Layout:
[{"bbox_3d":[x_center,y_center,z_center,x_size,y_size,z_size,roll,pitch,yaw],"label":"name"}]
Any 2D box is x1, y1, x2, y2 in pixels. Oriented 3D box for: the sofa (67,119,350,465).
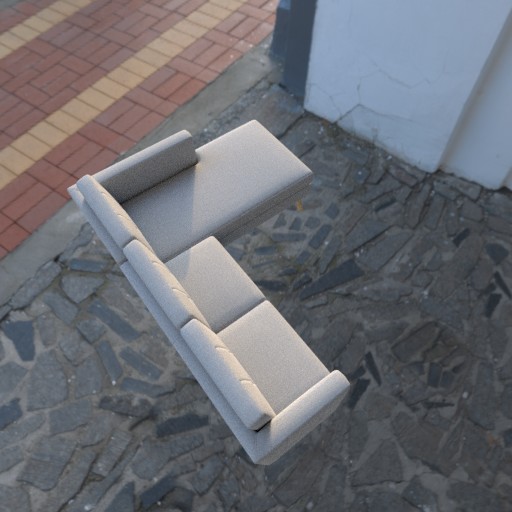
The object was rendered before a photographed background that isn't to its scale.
[{"bbox_3d":[0.000,0.000,2.883,1.530,0.860,2.040,-33,64,-18],"label":"sofa"}]
